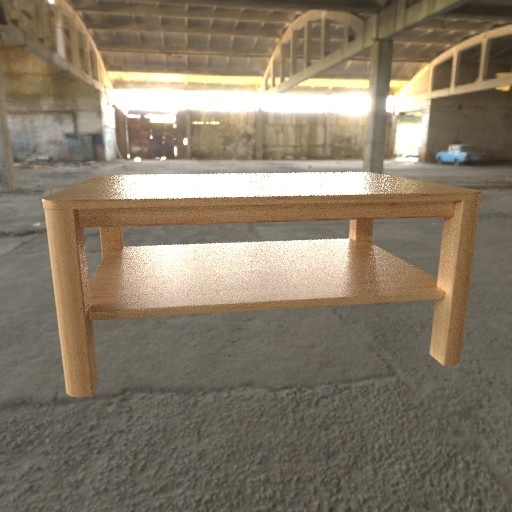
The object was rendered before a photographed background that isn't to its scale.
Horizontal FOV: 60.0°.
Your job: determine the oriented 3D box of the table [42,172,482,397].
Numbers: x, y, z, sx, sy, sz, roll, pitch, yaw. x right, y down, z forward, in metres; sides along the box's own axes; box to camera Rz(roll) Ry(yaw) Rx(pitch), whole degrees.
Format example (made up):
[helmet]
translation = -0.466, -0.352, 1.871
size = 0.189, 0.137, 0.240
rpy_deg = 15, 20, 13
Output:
[table]
translation = 0.000, 0.000, 1.345
size = 0.997, 0.445, 0.696
rpy_deg = -2, 15, -9
